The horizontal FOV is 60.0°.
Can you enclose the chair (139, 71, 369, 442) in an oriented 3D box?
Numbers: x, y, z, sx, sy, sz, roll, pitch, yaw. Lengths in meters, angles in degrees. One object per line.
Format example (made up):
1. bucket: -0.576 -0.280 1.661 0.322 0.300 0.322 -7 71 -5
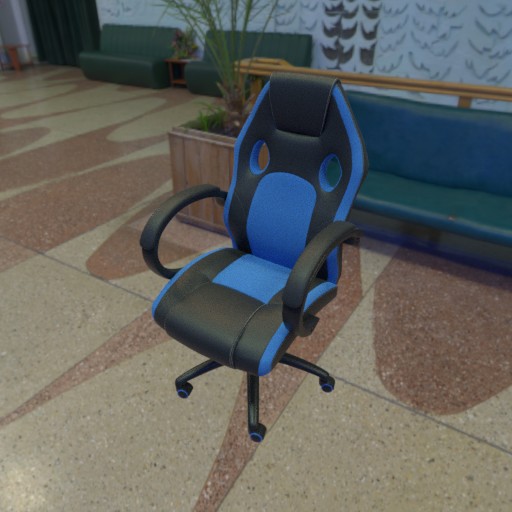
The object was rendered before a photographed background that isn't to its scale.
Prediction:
1. chair: 0.000 0.000 1.642 0.673 1.187 0.724 19 36 29
